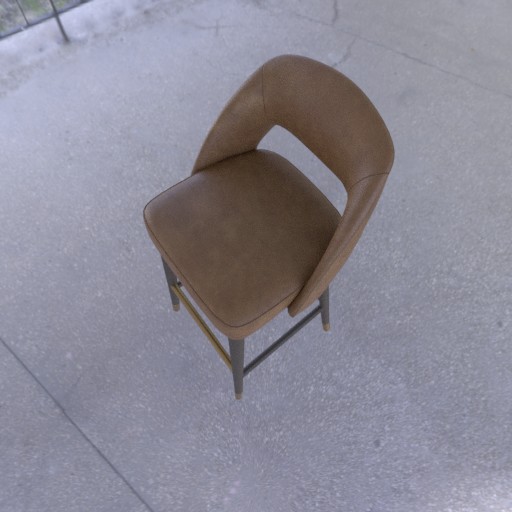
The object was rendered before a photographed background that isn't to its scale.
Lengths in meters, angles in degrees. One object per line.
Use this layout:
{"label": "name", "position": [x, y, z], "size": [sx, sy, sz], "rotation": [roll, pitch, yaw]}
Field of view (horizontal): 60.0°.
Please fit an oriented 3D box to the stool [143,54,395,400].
{"label": "stool", "position": [0.000, 0.000, 1.323], "size": [0.509, 1.037, 0.494], "rotation": [-34, 68, -16]}
